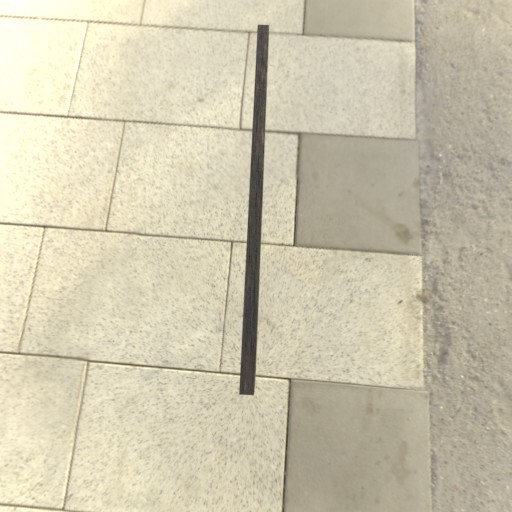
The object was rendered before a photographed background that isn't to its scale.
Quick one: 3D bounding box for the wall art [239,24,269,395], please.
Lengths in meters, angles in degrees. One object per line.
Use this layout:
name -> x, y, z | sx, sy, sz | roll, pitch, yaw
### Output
wall art -> 0.000, 0.000, 1.426 | 0.029, 1.066, 0.812 | 2, 75, 1
